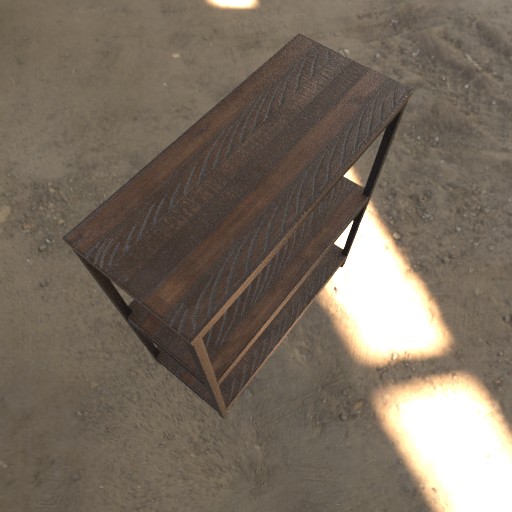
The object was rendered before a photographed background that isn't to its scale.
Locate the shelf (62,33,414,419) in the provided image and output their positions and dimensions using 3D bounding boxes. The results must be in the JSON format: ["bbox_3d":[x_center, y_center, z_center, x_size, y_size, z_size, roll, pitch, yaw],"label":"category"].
[{"bbox_3d":[0.000,0.000,1.415,0.352,0.947,0.822,35,67,17],"label":"shelf"}]
